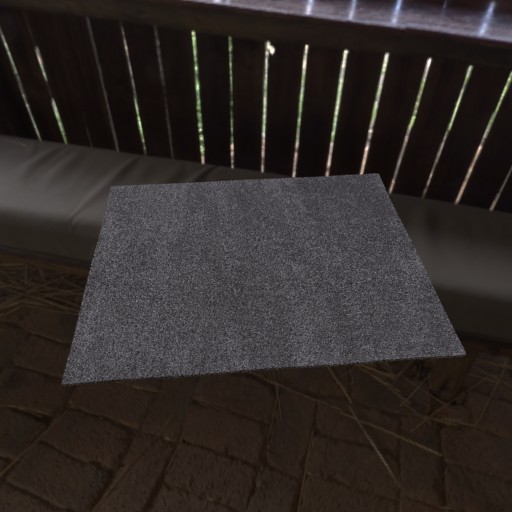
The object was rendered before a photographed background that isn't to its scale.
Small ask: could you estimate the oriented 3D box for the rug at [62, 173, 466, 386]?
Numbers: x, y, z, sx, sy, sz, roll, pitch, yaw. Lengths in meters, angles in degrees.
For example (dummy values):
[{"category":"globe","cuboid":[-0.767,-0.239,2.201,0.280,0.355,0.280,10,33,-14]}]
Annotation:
[{"category":"rug","cuboid":[0.000,0.000,4.112,3.000,0.025,2.401,-3,45,-3]}]
